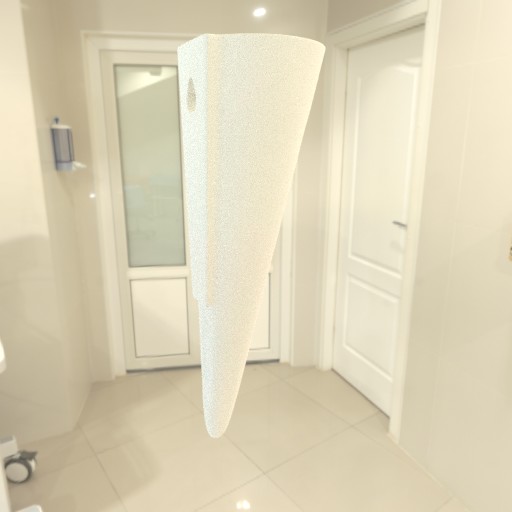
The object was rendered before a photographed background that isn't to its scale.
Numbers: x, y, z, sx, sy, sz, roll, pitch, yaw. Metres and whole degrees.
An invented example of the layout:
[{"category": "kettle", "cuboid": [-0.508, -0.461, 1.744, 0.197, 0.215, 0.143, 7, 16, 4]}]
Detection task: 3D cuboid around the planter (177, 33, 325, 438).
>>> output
[{"category": "planter", "cuboid": [0.000, 0.000, 0.224, 0.064, 0.193, 0.057, -8, 17, -28]}]
